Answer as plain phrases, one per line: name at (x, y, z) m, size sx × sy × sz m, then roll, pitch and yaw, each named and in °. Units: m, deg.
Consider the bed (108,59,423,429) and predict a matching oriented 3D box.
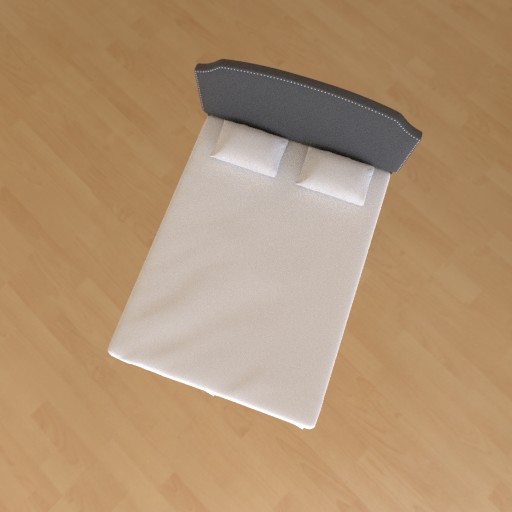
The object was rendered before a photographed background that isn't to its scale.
bed at (0.000, 0.000, 3.030) m, size 1.558 × 1.270 × 1.999 m, roll 19°, pitch 76°, yaw 5°
